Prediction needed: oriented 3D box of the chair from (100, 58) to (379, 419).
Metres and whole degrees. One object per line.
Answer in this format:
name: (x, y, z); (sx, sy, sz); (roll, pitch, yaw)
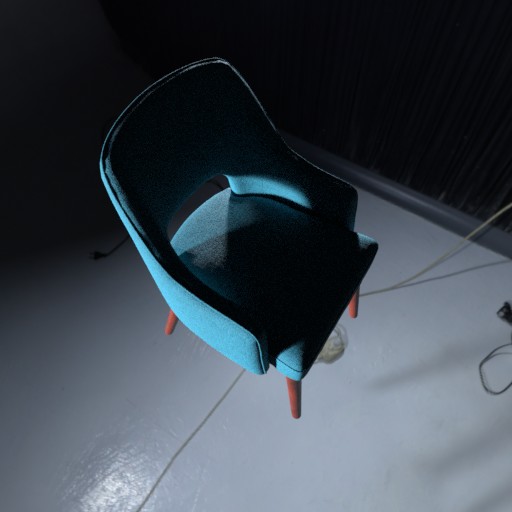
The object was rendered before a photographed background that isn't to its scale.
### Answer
chair: (0.000, 0.000, 1.243); (0.605, 0.849, 0.548); (28, 62, 17)
